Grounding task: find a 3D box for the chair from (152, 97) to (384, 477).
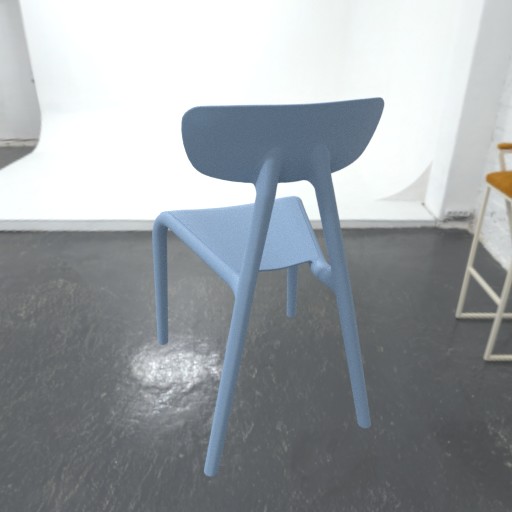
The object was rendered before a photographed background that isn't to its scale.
[{"bbox_3d":[0.000,0.000,0.817,0.356,0.580,0.401,-9,28,-18],"label":"chair"}]
